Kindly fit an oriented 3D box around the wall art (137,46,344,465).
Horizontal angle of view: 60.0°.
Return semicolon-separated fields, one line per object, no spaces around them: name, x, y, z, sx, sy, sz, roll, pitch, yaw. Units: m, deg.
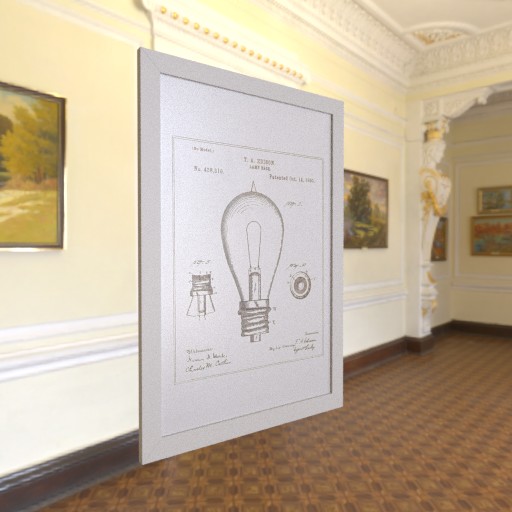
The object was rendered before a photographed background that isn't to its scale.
wall art;0.000;0.000;0.600;0.325;0.474;0.010;-1;1;-35
